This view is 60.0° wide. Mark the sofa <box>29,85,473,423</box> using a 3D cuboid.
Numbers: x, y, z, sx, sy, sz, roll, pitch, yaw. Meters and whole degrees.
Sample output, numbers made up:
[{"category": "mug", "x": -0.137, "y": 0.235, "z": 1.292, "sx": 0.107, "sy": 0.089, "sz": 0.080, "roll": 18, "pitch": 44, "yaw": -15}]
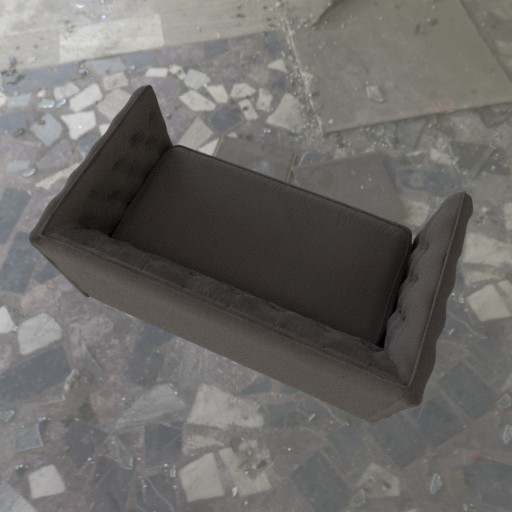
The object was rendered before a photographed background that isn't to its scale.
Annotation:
[{"category": "sofa", "x": 0.000, "y": 0.000, "z": 2.070, "sx": 1.583, "sy": 0.810, "sz": 0.909, "roll": 22, "pitch": 67, "yaw": 10}]
